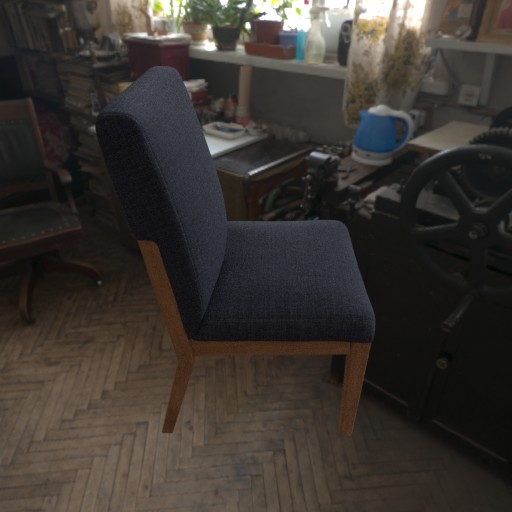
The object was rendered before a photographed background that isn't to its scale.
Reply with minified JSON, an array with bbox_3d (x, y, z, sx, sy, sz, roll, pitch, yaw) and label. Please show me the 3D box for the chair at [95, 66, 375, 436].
[{"bbox_3d":[0.000,0.000,1.222,0.586,0.911,0.507,1,33,1],"label":"chair"}]
